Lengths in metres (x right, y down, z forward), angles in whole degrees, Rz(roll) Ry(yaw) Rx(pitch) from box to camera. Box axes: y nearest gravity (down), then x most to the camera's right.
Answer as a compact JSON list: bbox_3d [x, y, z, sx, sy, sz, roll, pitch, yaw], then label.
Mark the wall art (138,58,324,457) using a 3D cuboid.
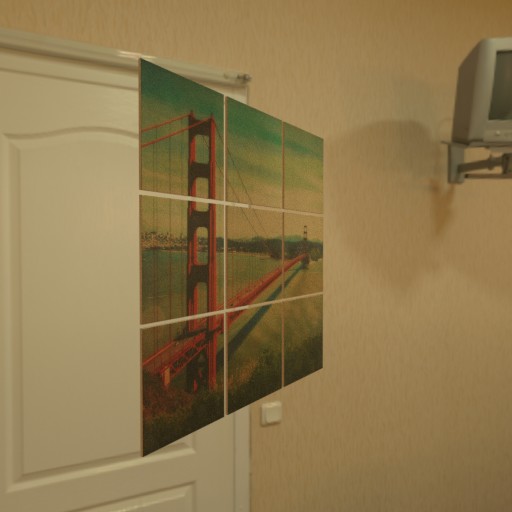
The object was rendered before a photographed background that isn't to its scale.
[{"bbox_3d":[0.000,0.000,2.296,0.014,1.507,1.519,1,1,35],"label":"wall art"}]
